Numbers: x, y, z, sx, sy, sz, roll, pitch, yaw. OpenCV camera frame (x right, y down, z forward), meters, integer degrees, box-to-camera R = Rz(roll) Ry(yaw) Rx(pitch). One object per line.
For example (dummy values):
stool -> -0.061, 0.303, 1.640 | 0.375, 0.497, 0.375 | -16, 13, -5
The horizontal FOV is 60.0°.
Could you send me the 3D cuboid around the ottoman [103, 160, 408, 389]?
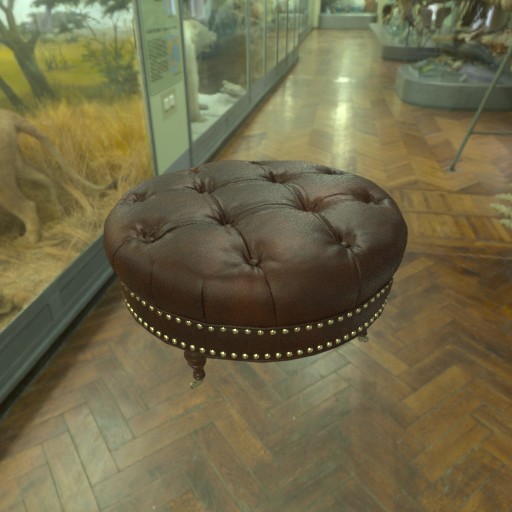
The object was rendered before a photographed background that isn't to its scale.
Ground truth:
ottoman -> 0.000, 0.000, 1.424 | 0.901, 0.455, 0.901 | 0, 30, 0
